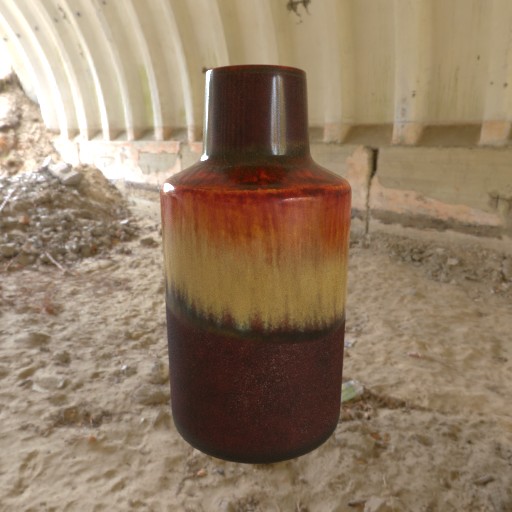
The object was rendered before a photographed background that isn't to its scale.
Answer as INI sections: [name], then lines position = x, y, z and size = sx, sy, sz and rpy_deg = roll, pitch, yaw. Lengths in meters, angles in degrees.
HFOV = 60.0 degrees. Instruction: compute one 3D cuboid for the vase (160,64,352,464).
[vase]
position = 0.000, 0.000, 0.263
size = 0.108, 0.204, 0.108
rpy_deg = 0, 15, 0
